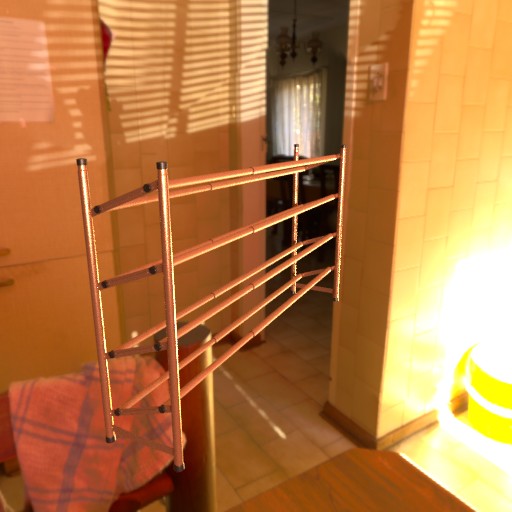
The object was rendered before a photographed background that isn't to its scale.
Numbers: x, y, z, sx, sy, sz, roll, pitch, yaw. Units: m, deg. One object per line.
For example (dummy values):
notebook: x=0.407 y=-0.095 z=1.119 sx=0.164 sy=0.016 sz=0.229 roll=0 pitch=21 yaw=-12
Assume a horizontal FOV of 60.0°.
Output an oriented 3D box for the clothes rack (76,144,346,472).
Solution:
clothes rack: x=0.000 y=0.000 z=1.432 sx=0.229 sy=0.672 sz=1.168 roll=8 pitch=18 yaw=26
